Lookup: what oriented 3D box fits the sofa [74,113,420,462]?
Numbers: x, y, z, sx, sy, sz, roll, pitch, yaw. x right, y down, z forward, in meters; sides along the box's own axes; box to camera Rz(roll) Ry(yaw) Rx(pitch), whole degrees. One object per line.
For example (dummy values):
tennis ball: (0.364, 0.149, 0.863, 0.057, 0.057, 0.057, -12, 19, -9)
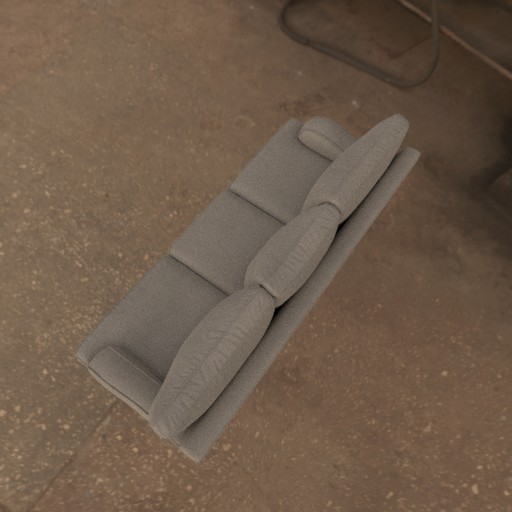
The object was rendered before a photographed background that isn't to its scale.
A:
sofa: (0.000, 0.000, 2.857, 1.016, 0.991, 2.323, 33, 68, 15)
